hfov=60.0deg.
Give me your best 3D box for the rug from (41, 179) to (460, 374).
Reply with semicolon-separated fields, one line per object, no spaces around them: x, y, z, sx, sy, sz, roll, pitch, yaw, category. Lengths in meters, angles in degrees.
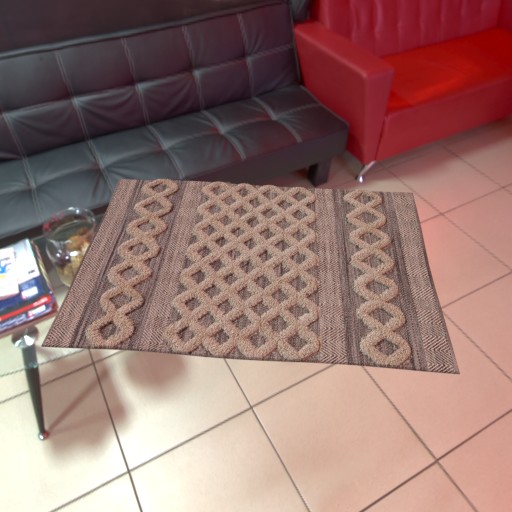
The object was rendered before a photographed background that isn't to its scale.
0.000;0.000;2.331;1.823;0.030;1.222;3;47;3;rug
